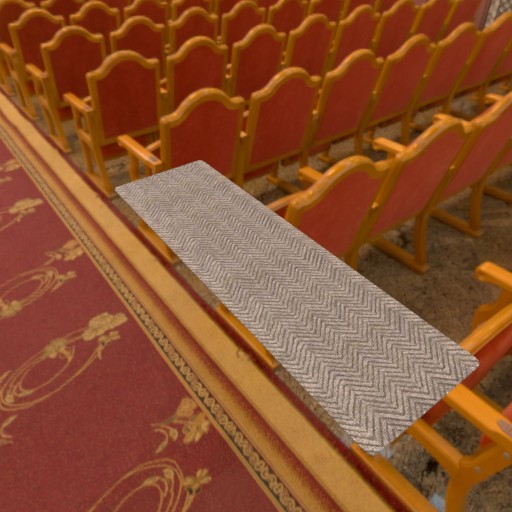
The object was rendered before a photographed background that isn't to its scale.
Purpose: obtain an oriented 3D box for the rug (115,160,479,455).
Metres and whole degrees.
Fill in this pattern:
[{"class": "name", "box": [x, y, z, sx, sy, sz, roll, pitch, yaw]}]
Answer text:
[{"class": "rug", "box": [0.000, 0.000, 2.424, 0.686, 0.008, 2.286, -25, 46, -27]}]
